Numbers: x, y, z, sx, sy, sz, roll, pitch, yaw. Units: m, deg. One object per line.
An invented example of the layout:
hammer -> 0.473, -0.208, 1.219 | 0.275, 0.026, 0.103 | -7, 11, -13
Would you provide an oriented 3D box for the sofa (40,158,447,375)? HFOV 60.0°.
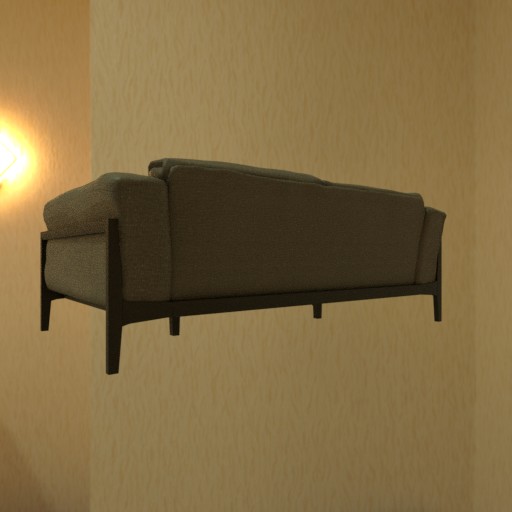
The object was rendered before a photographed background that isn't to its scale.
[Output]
sofa -> 0.000, 0.000, 2.080 | 1.690, 0.656, 0.960 | 0, 0, -37
